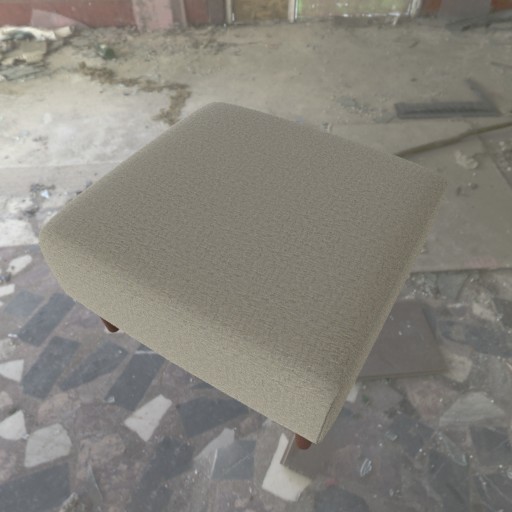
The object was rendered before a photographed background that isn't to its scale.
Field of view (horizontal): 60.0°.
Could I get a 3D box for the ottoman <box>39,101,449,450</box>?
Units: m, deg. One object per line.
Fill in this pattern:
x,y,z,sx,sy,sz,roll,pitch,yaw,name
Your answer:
0.000,0.000,1.047,0.655,0.399,0.648,25,52,21,ottoman
